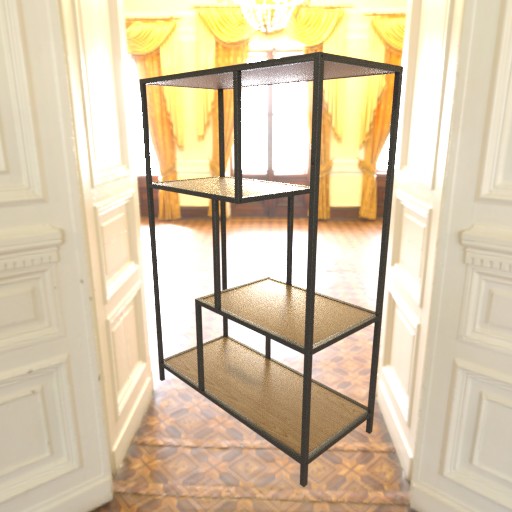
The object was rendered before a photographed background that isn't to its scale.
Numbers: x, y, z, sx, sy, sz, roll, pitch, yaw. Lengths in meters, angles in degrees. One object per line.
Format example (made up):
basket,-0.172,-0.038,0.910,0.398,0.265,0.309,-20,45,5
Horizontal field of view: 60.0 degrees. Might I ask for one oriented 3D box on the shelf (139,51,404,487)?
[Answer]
shelf,0.000,0.000,1.486,0.350,1.138,0.770,-15,22,-41
